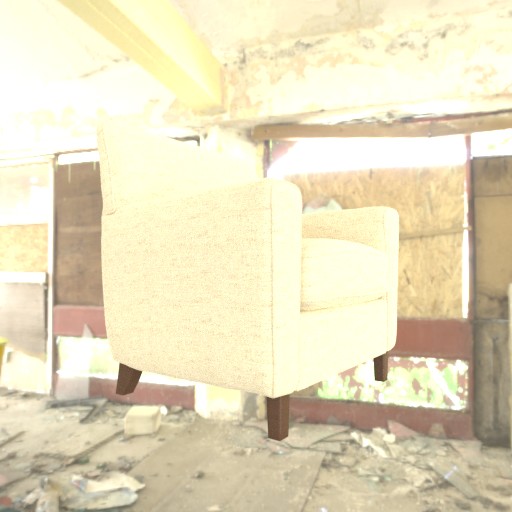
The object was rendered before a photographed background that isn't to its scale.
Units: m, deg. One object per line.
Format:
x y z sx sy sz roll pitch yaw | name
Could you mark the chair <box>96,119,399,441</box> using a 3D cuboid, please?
0.000 0.000 1.621 0.823 0.943 0.870 -1 -1 37 | chair
